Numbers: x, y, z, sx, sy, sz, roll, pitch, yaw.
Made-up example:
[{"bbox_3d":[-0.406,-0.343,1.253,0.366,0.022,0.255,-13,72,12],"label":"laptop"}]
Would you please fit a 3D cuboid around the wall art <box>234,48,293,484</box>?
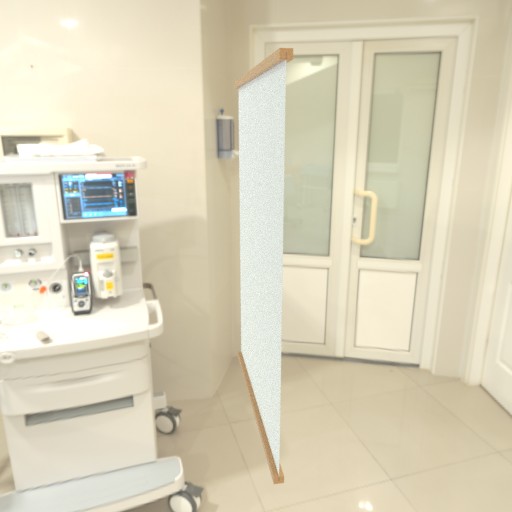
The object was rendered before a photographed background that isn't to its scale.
[{"bbox_3d":[0.000,0.000,0.654,0.013,0.510,0.335,-3,16,-10],"label":"wall art"}]
